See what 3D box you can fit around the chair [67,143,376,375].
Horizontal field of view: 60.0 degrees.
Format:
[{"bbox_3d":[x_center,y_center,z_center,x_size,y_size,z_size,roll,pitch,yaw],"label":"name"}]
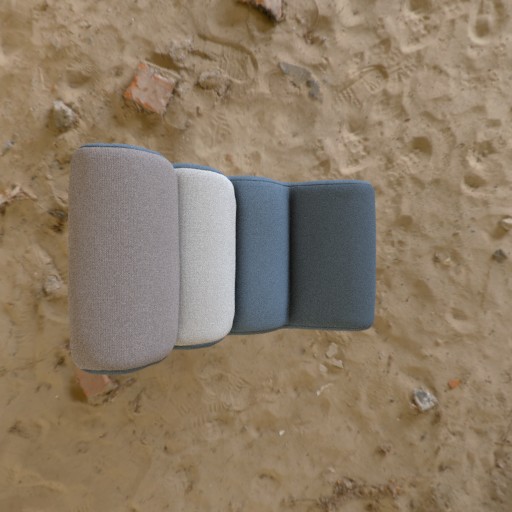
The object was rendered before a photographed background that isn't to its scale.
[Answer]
[{"bbox_3d":[0.000,0.000,1.058,0.661,0.641,0.420,0,91,-1],"label":"chair"}]
